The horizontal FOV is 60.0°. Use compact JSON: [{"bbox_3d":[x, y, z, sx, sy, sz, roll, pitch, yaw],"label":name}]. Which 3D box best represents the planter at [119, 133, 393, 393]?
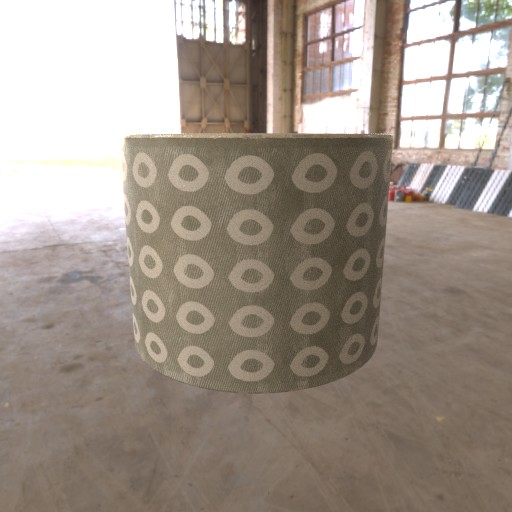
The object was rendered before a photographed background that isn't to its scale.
[{"bbox_3d":[0.000,0.000,0.452,0.250,0.239,0.250,0,15,0],"label":"planter"}]
